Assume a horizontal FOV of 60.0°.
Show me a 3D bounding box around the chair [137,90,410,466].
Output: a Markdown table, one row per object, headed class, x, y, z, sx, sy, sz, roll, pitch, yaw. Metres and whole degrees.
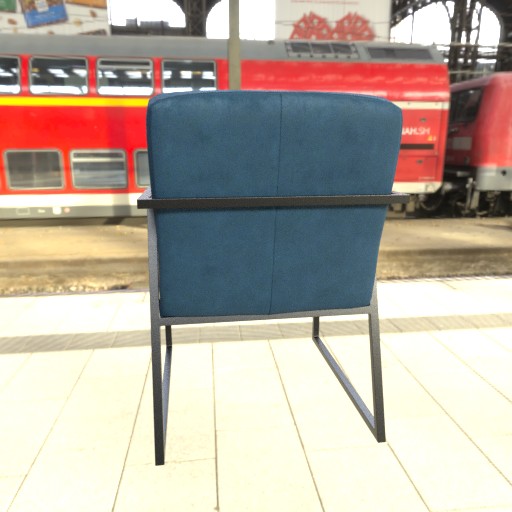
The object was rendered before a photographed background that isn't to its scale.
| class | x | y | z | sx | sy | sz | roll | pitch | yaw |
| --- | --- | --- | --- | --- | --- | --- | --- | --- | --- |
| chair | 0.000 | 0.000 | 1.267 | 0.571 | 0.833 | 0.677 | -2 | 14 | -8 |
